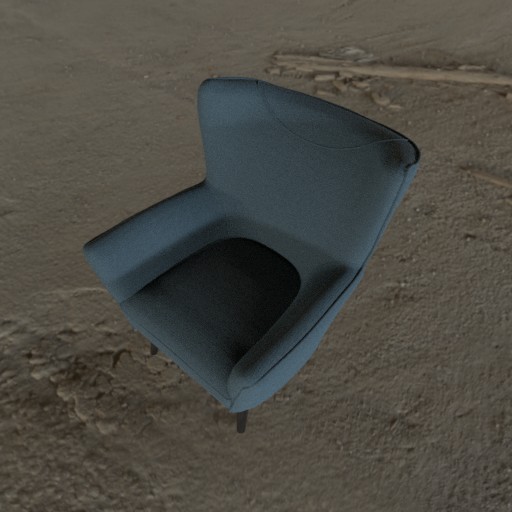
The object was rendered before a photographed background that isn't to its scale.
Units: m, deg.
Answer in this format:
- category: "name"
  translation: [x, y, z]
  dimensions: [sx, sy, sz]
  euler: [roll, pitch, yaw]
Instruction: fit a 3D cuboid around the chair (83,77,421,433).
- category: "chair"
  translation: [0.000, 0.000, 1.574]
  dimensions: [0.781, 0.933, 0.888]
  euler: [32, 55, 27]
